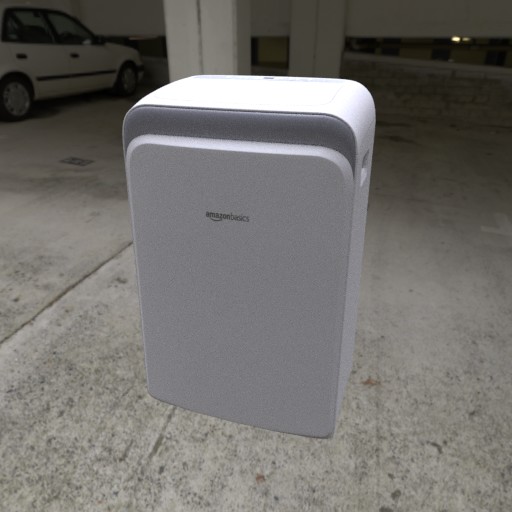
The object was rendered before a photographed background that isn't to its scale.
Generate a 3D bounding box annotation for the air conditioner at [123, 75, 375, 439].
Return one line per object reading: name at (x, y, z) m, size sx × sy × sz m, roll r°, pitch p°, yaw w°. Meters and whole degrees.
air conditioner at (0.000, 0.000, 0.955) m, size 0.454 × 0.700 × 0.365 m, roll 8°, pitch 28°, yaw 15°
